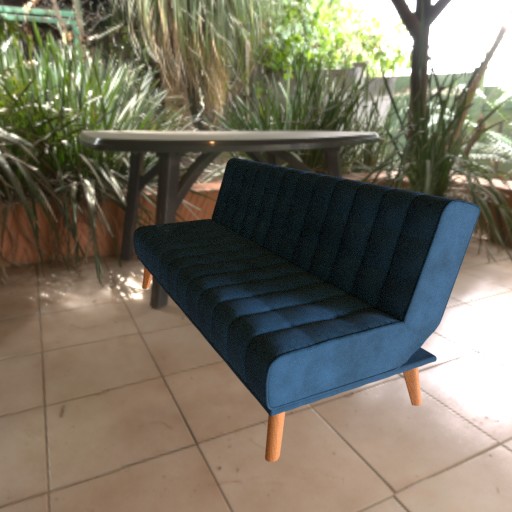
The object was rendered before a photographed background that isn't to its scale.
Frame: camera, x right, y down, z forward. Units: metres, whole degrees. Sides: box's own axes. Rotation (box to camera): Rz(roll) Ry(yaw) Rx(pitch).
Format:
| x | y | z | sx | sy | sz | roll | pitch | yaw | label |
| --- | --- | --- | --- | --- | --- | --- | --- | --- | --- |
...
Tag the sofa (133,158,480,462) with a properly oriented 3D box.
| x | y | z | sx | sy | sz | roll | pitch | yaw | label |
| --- | --- | --- | --- | --- | --- | --- | --- | --- | --- |
| 0.000 | 0.000 | 2.243 | 0.855 | 0.813 | 1.804 | -9 | 19 | -26 | sofa |
